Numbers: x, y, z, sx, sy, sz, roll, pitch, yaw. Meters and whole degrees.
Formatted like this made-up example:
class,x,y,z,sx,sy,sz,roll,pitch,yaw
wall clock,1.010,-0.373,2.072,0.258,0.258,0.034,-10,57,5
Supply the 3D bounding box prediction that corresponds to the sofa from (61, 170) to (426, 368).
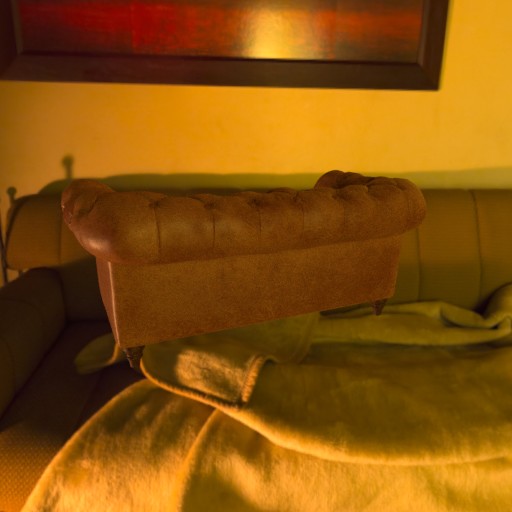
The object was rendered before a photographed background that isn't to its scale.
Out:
class,x,y,z,sx,sy,sz,roll,pitch,yaw
sofa,0.000,0.000,2.555,1.979,0.877,1.042,-7,17,-24
